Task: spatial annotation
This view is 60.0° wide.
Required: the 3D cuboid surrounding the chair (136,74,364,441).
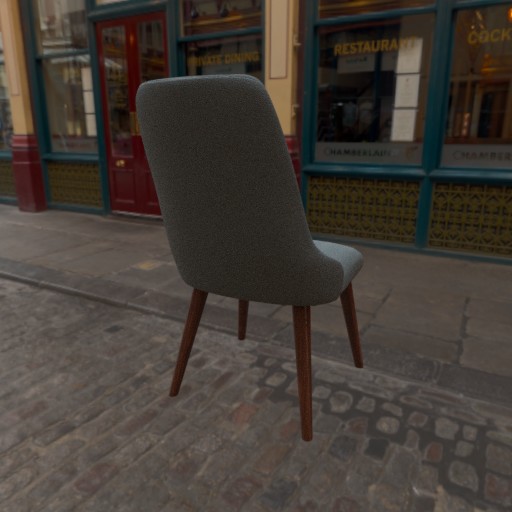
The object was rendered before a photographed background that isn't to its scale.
[{"bbox_3d":[0.000,0.000,1.321,0.535,0.918,0.707,8,16,28],"label":"chair"}]
